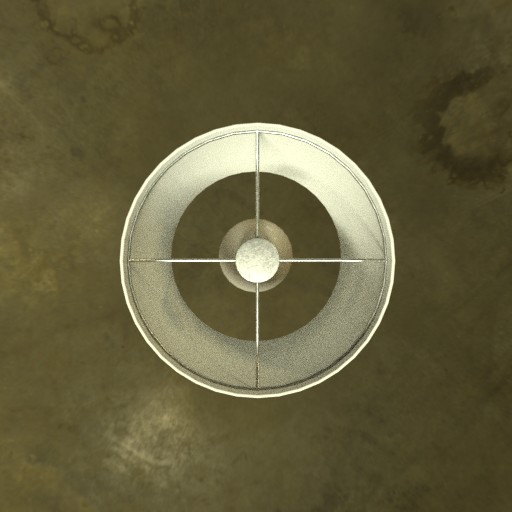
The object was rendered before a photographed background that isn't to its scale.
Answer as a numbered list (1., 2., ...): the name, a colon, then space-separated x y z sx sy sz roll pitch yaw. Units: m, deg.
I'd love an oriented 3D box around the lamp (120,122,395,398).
1. lamp: 0.000 0.000 0.562 0.207 0.461 0.207 0 91 0
